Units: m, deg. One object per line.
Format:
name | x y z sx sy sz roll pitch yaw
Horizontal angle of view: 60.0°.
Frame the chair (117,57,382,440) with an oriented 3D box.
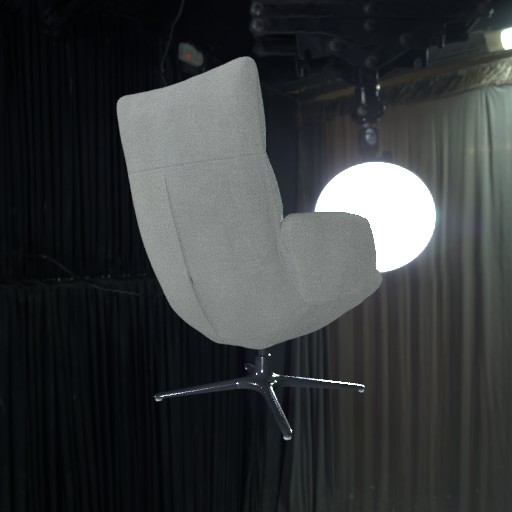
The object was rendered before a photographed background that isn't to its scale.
chair | 0.000 0.000 1.572 0.711 1.016 0.889 1 1 36
